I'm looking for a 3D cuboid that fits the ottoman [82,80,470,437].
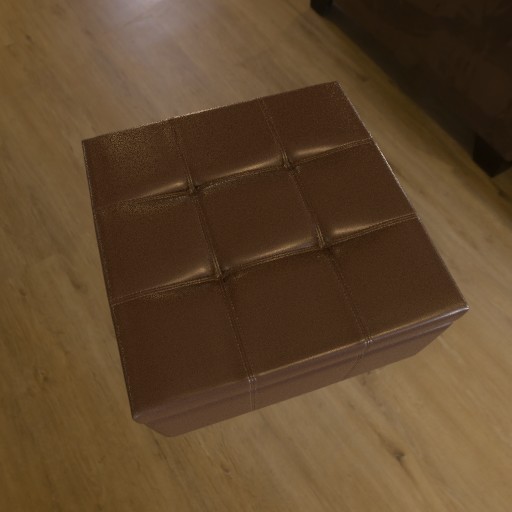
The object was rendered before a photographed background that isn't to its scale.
[{"bbox_3d":[0.000,0.000,1.301,0.788,0.460,0.787,-16,64,-8],"label":"ottoman"}]
